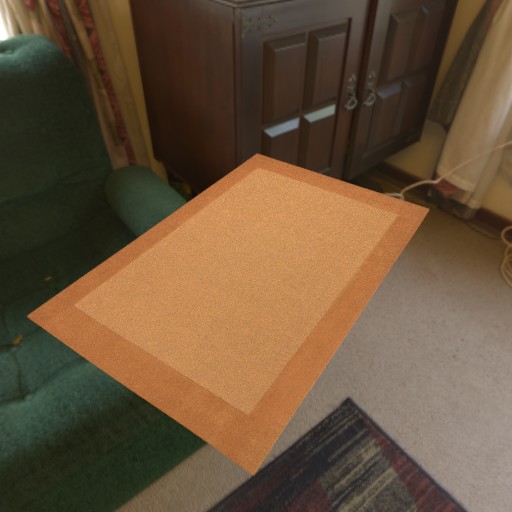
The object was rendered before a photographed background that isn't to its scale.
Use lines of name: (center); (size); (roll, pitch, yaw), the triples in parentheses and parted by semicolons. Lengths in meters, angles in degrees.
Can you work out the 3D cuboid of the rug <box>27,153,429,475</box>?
rug: (0.000, 0.000, 2.280); (1.219, 0.014, 1.829); (24, 46, 25)
